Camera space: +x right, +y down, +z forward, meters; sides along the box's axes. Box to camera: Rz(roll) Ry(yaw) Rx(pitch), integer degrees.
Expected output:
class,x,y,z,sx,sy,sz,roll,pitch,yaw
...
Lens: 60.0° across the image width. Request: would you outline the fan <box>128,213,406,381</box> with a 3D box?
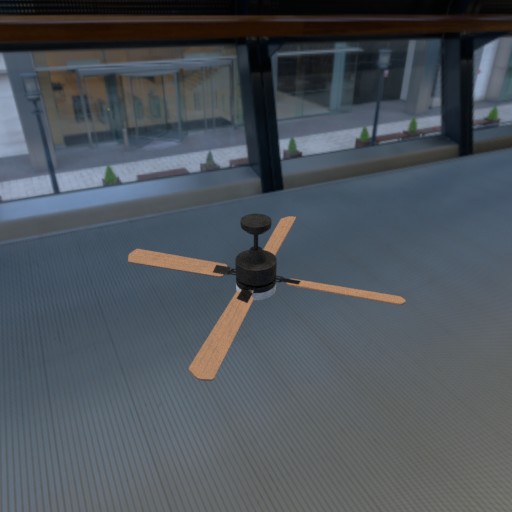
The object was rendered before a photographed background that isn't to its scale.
class,x,y,z,sx,sy,sz,roll,pitch,yaw
fan,0.000,0.000,1.982,1.320,0.355,1.320,9,32,15
